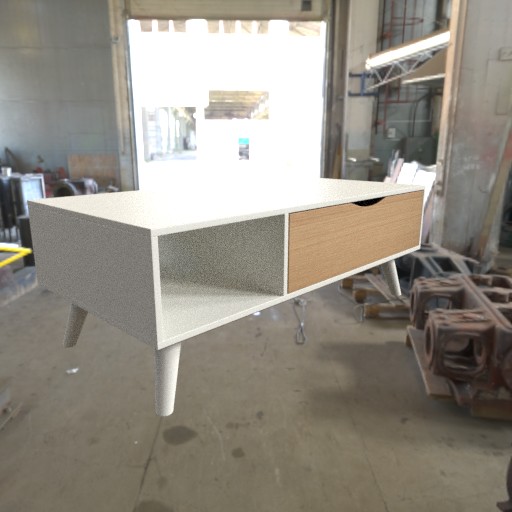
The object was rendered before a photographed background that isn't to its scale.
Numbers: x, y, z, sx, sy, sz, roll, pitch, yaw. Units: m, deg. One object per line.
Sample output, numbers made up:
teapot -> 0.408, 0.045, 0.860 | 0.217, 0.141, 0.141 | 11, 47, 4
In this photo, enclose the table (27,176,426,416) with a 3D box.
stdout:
table -> 0.000, 0.000, 1.491 | 0.609, 0.432, 1.194 | 13, 20, 42
